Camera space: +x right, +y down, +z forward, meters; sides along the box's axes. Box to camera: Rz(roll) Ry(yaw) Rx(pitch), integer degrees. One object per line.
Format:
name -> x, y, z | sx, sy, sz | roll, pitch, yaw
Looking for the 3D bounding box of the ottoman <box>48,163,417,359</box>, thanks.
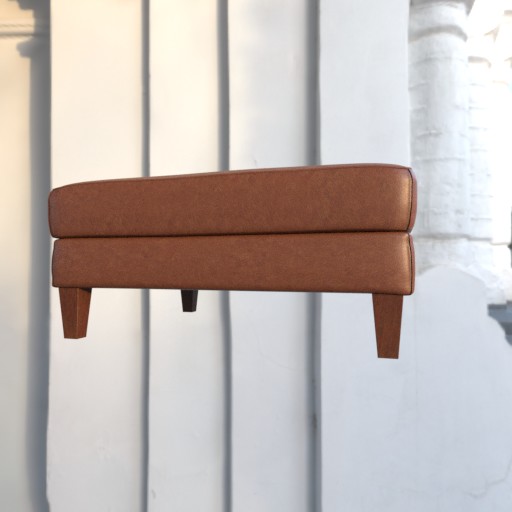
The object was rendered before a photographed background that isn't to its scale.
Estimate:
ottoman -> 0.000, 0.000, 1.471 | 0.987, 0.472, 0.836 | 0, -1, 18
